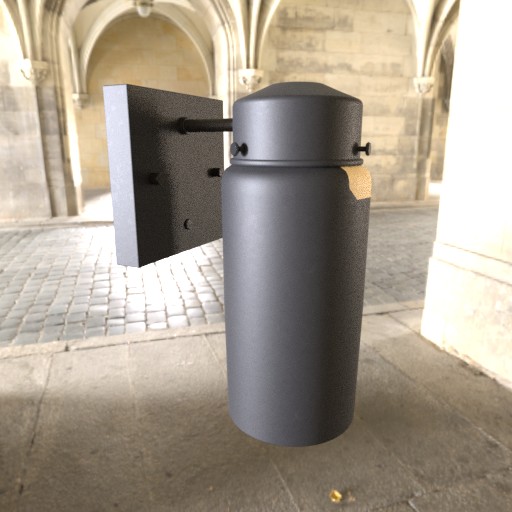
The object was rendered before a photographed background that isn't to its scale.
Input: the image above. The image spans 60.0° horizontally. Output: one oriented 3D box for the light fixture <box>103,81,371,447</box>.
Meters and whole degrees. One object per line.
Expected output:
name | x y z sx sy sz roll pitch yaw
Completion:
light fixture | 0.000 0.000 0.360 0.176 0.257 0.130 7 16 25
